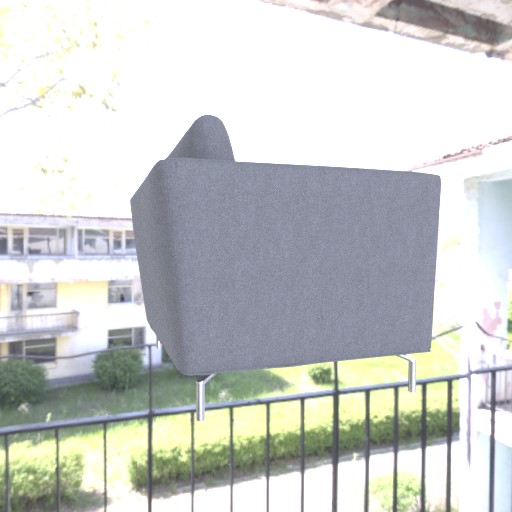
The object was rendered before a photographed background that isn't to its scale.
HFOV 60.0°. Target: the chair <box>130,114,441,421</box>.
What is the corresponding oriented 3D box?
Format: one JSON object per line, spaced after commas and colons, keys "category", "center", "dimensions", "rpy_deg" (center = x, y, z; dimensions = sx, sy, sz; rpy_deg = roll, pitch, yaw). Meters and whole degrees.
{"category": "chair", "center": [0.000, 0.000, 1.720], "dimensions": [0.889, 0.864, 1.041], "rpy_deg": [-1, 2, -20]}
